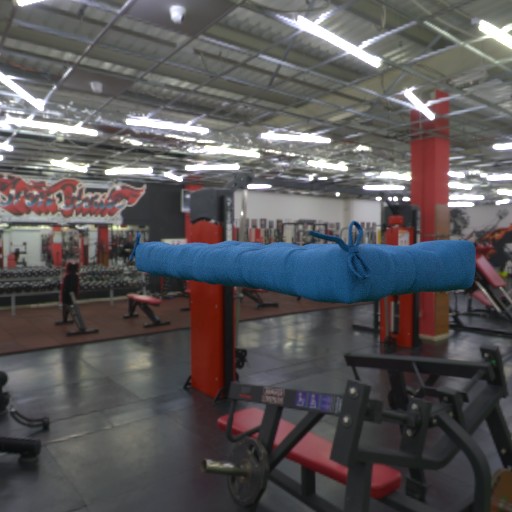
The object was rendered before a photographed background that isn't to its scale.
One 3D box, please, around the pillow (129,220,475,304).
[{"bbox_3d":[0.000,0.000,1.373,0.511,0.174,1.194,-1,2,-35],"label":"pillow"}]
